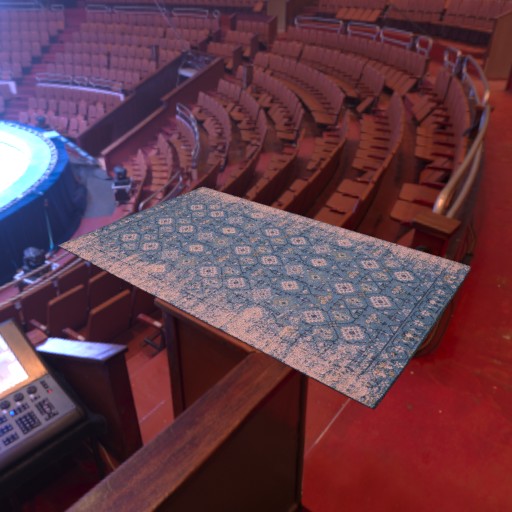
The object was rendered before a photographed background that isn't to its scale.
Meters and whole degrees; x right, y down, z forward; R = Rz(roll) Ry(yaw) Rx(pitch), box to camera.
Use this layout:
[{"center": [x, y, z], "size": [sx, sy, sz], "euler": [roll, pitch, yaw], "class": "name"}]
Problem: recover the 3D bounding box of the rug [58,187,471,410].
[{"center": [0.000, 0.000, 2.231], "size": [1.795, 0.008, 1.102], "euler": [21, 35, 32], "class": "rug"}]
